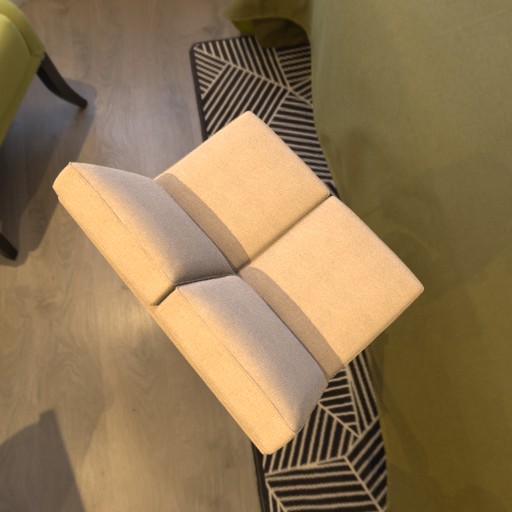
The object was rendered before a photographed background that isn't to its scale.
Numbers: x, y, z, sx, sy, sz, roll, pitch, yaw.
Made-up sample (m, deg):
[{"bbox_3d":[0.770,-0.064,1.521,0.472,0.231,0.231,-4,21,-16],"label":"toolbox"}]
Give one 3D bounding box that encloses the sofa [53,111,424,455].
[{"bbox_3d":[0.000,0.000,1.982,0.978,1.006,1.232,-40,78,-10],"label":"sofa"}]
